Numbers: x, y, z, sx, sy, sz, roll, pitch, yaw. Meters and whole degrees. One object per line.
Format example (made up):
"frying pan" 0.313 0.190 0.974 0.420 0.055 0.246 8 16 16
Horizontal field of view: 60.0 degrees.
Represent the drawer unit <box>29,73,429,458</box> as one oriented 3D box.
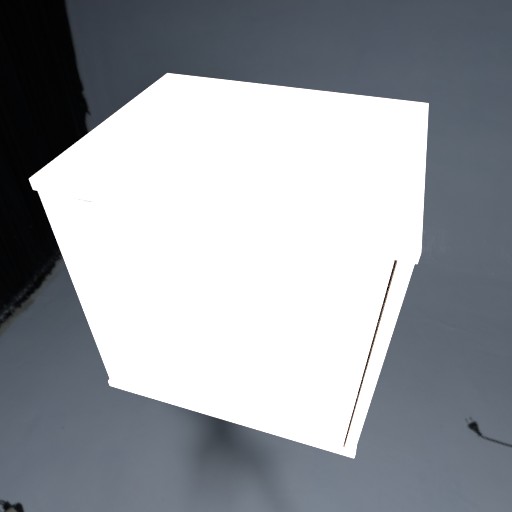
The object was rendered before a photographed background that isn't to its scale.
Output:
"drawer unit" 0.000 0.000 0.587 0.349 0.344 0.290 12 43 13
